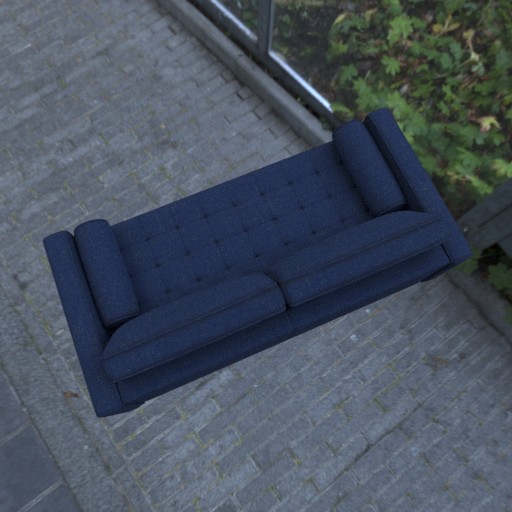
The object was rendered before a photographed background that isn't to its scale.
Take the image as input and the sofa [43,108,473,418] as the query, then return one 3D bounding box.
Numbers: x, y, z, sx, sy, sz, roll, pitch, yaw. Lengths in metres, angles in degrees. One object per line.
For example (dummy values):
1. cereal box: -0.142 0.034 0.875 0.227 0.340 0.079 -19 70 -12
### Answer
1. sofa: 0.000 0.000 2.293 1.880 0.762 0.914 -22 75 -6
